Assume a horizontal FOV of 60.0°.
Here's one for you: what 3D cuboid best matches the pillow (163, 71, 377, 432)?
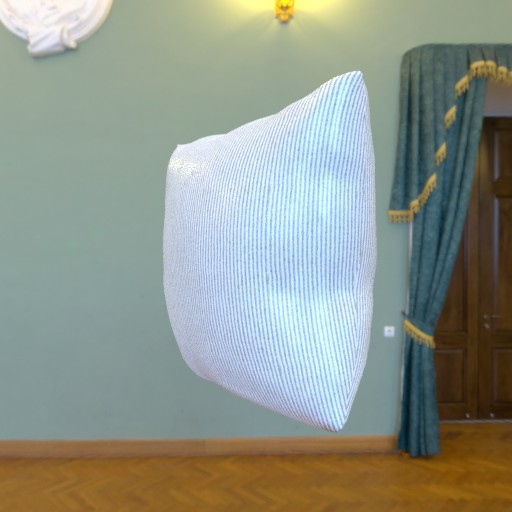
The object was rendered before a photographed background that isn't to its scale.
[{"bbox_3d":[0.000,0.000,0.692,0.310,0.432,0.387,0,1,-3],"label":"pillow"}]
